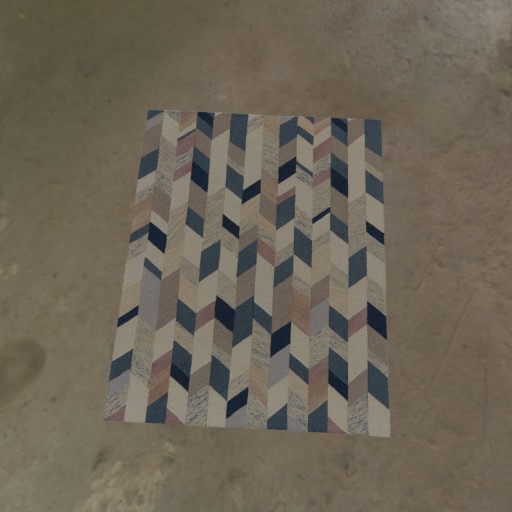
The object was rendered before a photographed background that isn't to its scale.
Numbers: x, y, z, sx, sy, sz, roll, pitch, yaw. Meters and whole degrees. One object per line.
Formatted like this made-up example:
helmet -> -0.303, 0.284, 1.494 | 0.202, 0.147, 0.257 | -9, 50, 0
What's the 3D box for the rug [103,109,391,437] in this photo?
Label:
rug -> 0.000, 0.000, 4.191 | 2.451, 0.011, 3.072 | 3, 74, 1
